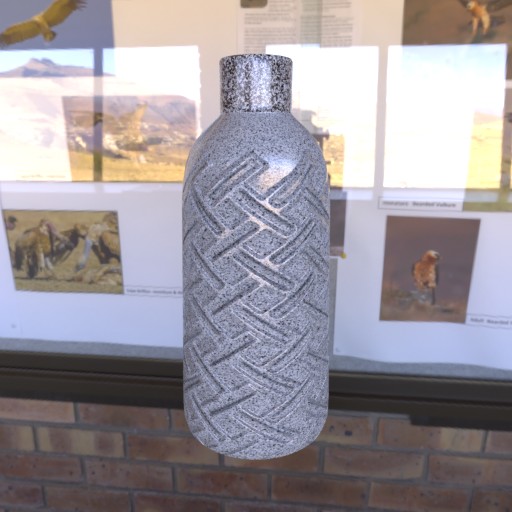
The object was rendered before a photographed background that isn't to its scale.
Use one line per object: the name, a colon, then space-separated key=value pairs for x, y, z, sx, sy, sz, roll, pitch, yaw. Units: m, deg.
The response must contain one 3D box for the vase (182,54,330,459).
vase: x=0.000 y=0.000 z=0.345 sx=0.122 sy=0.282 sz=0.122 roll=0 pitch=15 yaw=0
